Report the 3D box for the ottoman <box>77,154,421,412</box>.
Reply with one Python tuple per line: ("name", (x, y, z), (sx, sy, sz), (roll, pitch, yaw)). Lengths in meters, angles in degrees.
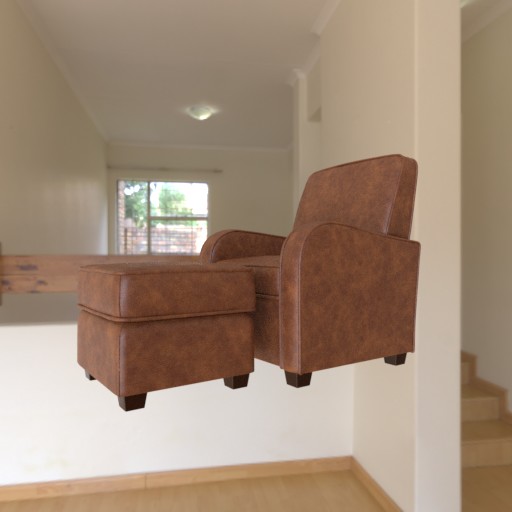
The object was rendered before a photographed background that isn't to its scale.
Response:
("ottoman", (0.000, 0.000, 1.827), (1.314, 0.904, 0.732), (0, 0, -35))
